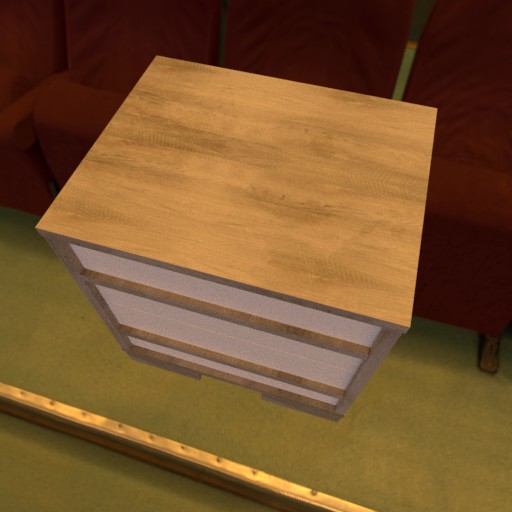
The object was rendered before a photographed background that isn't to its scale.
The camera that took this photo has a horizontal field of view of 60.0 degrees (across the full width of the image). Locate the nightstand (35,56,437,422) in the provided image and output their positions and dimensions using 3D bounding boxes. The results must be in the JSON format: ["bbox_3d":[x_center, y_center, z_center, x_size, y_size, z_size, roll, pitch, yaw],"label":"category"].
[{"bbox_3d":[0.000,0.000,0.753,0.427,0.448,0.347,14,59,9],"label":"nightstand"}]
